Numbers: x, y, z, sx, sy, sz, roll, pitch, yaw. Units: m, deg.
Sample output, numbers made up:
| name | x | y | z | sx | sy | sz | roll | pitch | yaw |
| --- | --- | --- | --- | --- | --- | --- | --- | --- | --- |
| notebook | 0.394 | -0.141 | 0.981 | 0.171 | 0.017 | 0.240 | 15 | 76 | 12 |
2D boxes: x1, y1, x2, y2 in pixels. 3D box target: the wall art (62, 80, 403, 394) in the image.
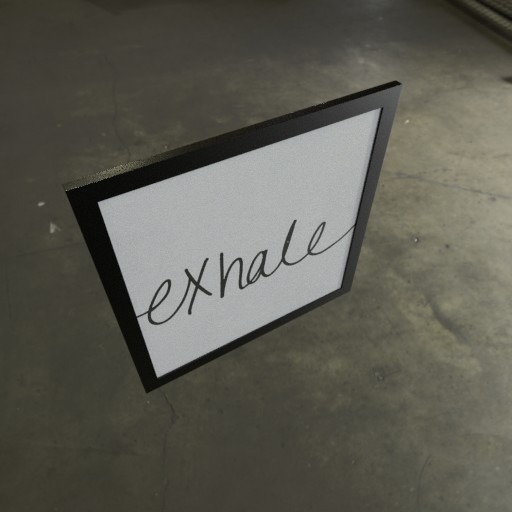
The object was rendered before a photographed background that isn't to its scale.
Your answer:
| name | x | y | z | sx | sy | sz | roll | pitch | yaw |
| --- | --- | --- | --- | --- | --- | --- | --- | --- | --- |
| wall art | 0.000 | 0.000 | 0.682 | 0.446 | 0.445 | 0.014 | -23 | 51 | -20 |
